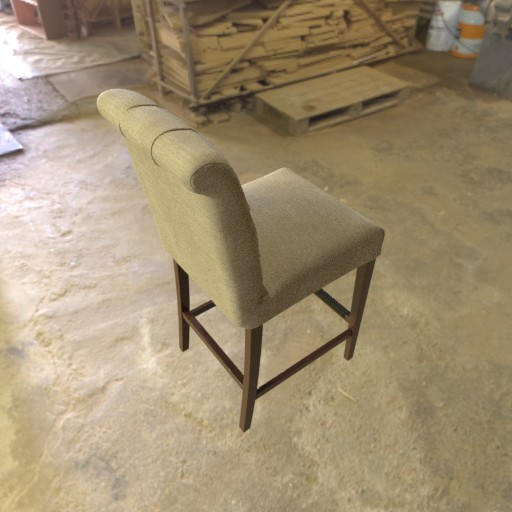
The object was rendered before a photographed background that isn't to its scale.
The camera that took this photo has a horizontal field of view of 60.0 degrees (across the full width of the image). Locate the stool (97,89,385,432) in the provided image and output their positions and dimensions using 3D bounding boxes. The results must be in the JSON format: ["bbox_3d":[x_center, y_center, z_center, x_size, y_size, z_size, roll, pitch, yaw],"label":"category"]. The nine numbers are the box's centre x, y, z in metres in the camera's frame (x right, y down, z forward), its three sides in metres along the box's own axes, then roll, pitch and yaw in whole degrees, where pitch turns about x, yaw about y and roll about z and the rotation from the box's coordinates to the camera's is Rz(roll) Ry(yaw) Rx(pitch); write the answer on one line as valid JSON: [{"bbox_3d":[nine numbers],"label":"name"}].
[{"bbox_3d":[0.000,0.000,1.429,0.660,1.084,0.486,-26,47,-27],"label":"stool"}]
